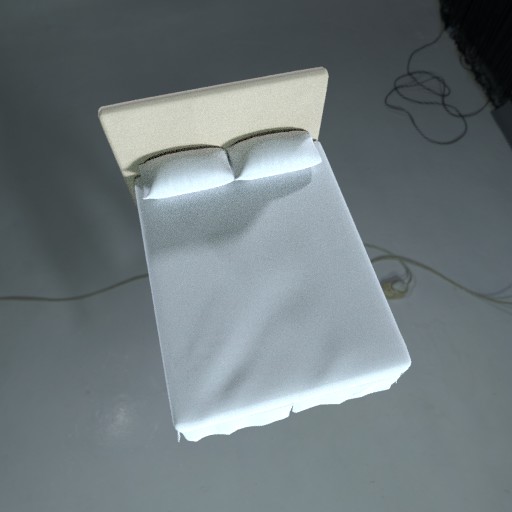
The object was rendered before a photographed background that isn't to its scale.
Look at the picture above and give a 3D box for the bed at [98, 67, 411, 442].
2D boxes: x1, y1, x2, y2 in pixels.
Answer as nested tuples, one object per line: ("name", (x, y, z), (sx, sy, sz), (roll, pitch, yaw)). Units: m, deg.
("bed", (0.000, 0.000, 3.228), (1.723, 1.330, 2.142), (-13, 63, -7))
